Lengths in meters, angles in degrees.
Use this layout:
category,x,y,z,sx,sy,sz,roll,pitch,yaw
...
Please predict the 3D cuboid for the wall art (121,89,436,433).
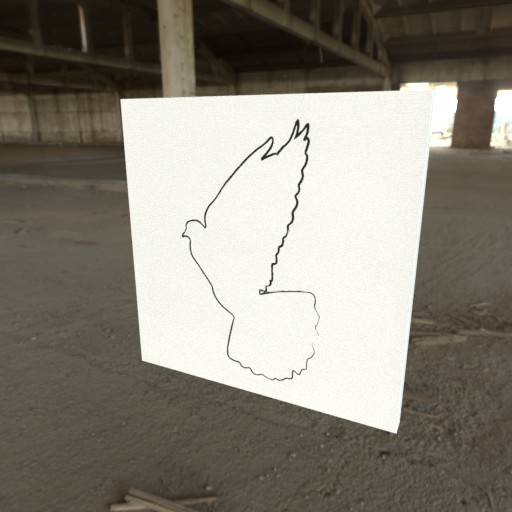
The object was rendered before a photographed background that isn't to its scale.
category,x,y,z,sx,sy,sz,roll,pitch,yaw
wall art,0.000,0.000,0.895,0.610,0.610,0.038,8,18,25
